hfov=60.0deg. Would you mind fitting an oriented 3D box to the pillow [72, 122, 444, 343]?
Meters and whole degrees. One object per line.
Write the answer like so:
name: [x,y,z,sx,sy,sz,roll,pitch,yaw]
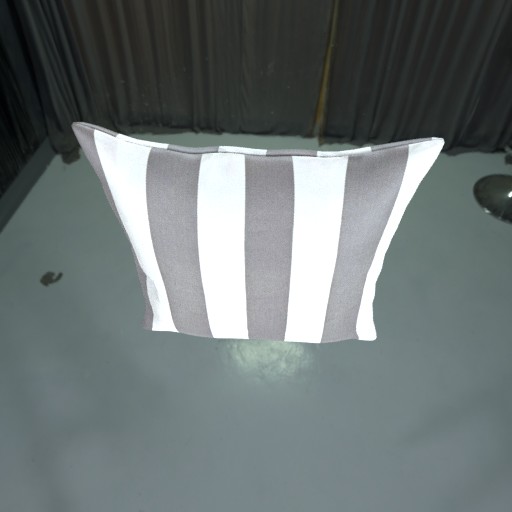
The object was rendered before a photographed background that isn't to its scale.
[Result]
pillow: [0.000,0.000,0.796,0.522,0.507,0.192,3,47,3]
